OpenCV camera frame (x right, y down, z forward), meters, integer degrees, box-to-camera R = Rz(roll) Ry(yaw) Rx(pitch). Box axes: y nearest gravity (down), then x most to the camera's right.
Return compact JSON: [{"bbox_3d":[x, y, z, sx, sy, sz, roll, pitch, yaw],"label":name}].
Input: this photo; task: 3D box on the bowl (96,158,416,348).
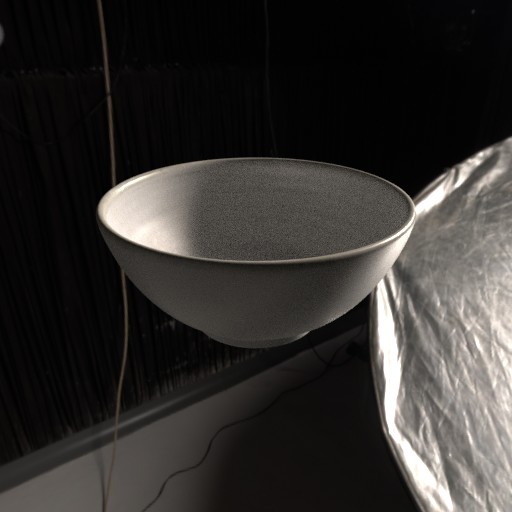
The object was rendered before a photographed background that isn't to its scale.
[{"bbox_3d":[0.000,0.000,0.415,0.268,0.121,0.268,0,26,0],"label":"bowl"}]
